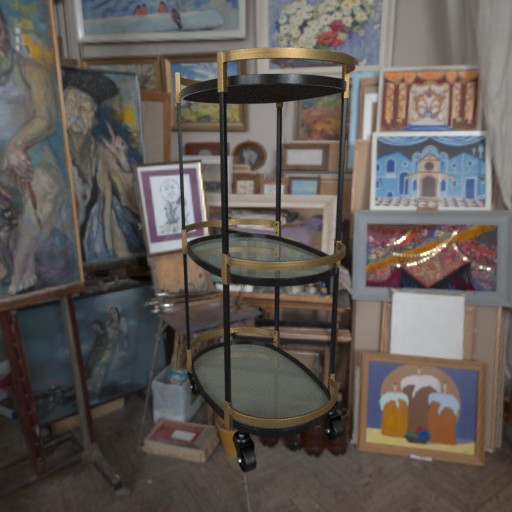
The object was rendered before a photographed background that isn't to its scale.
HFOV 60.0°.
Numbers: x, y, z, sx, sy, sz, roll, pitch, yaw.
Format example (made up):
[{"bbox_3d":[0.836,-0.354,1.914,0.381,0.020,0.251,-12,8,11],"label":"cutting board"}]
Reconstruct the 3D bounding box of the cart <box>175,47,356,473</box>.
[{"bbox_3d":[0.000,0.000,1.123,0.311,0.885,0.515,-7,16,-25],"label":"cart"}]
